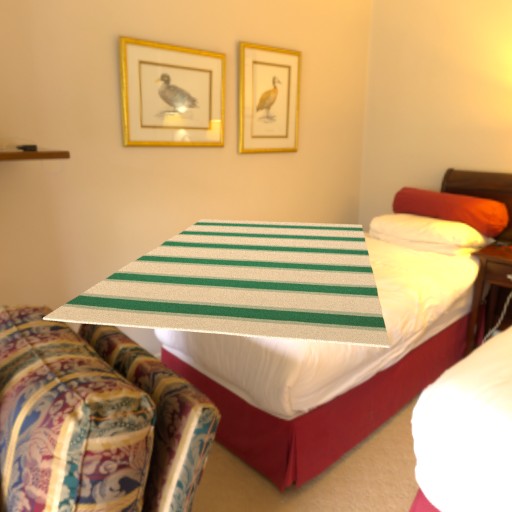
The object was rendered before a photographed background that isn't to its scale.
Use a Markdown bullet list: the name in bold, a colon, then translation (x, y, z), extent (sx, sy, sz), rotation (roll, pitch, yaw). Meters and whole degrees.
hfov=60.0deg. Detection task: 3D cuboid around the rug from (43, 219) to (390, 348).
- **rug**: translation (0.000, 0.000, 3.021), extent (1.521, 0.015, 2.436), rotation (3, 16, 10)
